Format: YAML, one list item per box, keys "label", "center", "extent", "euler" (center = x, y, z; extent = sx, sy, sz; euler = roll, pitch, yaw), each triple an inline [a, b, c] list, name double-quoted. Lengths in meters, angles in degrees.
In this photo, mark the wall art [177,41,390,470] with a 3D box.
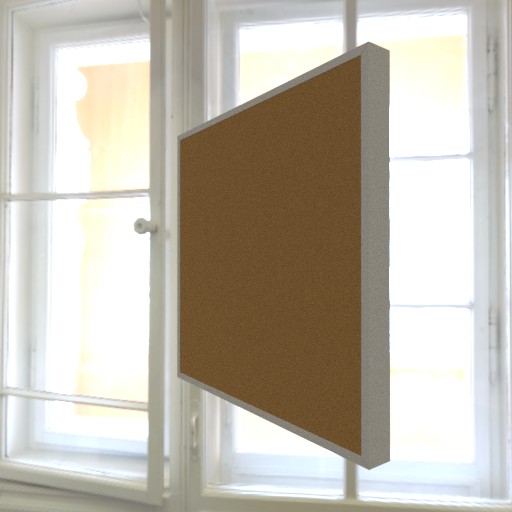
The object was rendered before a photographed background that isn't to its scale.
- label: "wall art"
  center: [0.000, 0.000, 0.444]
  extent: [0.024, 0.304, 0.304]
  euler: [0, 0, -36]
